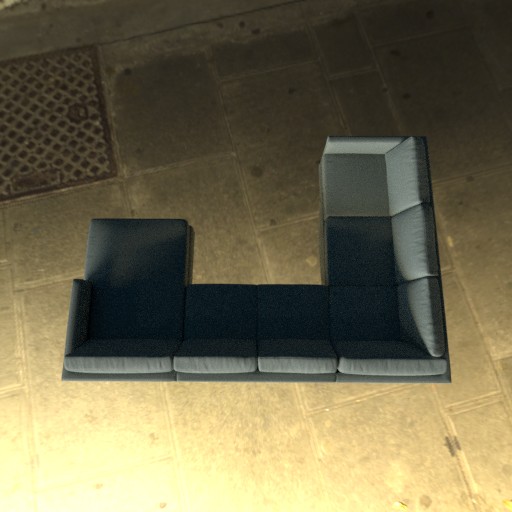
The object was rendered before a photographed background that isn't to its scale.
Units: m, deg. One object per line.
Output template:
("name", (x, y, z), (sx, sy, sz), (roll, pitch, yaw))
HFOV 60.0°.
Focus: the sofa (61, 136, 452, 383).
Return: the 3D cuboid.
("sofa", (0.000, 0.000, 4.428), (3.460, 0.882, 2.427), (0, 75, 0))
